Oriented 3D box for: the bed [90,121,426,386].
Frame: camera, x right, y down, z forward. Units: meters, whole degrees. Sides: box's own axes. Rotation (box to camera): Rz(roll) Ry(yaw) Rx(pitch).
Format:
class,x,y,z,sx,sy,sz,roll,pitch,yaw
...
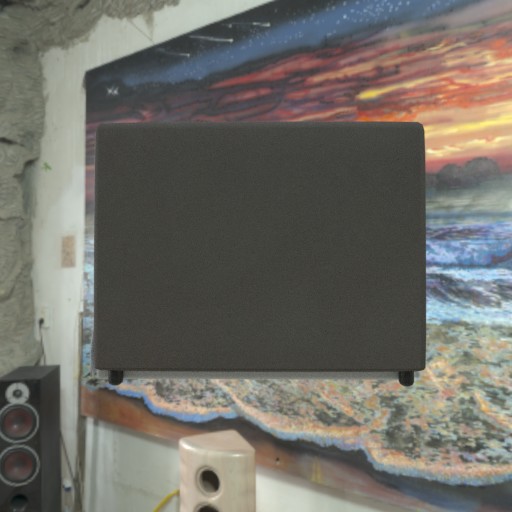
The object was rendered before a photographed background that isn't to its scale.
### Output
class,x,y,z,sx,sy,sz,roll,pitch,yaw
bed,0.000,0.000,3.241,1.723,1.330,2.142,0,-1,1
